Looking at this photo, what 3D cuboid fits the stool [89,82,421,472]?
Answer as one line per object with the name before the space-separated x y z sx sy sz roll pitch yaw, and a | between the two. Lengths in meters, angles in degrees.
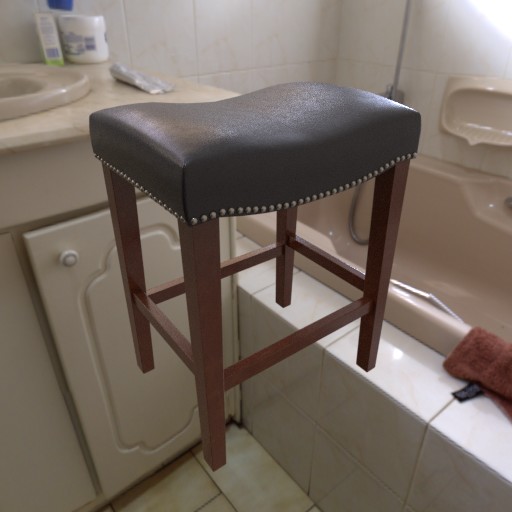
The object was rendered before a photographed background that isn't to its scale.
stool | 0.000 0.000 0.955 0.504 0.654 0.372 -21 36 -31
